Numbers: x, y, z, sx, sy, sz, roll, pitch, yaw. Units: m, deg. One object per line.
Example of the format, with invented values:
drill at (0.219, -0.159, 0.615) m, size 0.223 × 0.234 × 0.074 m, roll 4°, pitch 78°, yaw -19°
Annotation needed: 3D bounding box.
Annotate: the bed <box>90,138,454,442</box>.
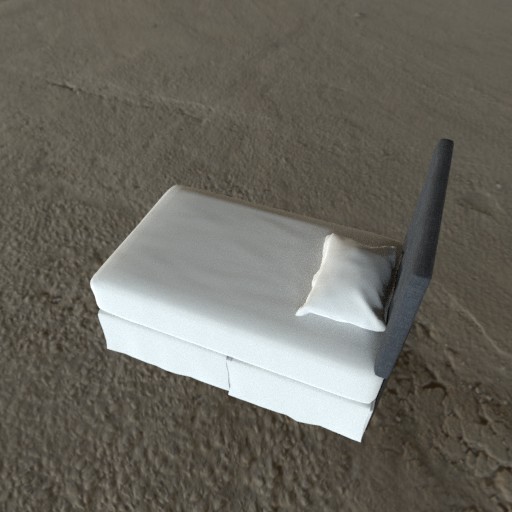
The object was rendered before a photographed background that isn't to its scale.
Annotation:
bed at (0.000, 0.000, 2.952) m, size 1.997 × 1.571 × 1.261 m, roll 16°, pitch 48°, yaw 15°
